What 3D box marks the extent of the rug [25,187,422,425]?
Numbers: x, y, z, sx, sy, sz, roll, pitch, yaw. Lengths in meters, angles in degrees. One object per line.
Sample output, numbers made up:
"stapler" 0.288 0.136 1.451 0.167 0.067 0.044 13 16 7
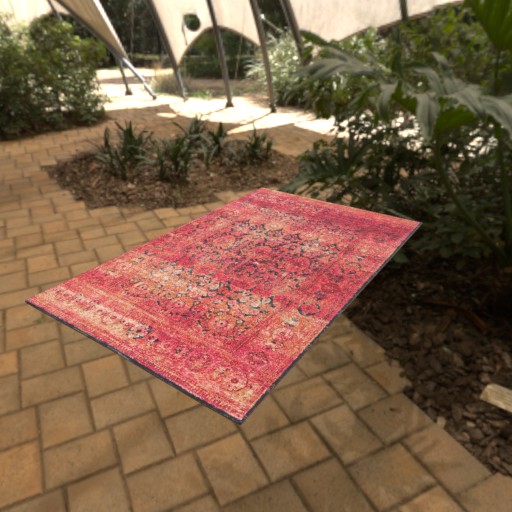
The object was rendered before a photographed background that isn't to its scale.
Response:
"rug" 0.000 0.000 3.028 1.539 0.018 2.449 18 32 30
